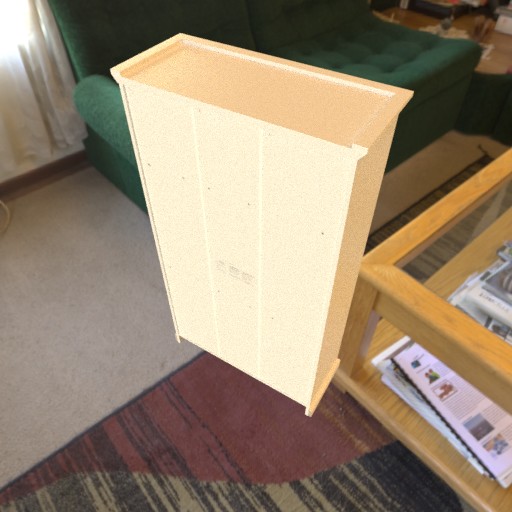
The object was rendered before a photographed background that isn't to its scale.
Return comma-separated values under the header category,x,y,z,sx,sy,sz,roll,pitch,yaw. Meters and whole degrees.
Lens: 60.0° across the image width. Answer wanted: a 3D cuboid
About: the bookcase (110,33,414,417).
category,x,y,z,sx,sy,sz,roll,pitch,yaw
bookcase,0.000,0.000,2.313,1.050,1.880,0.432,24,51,21
